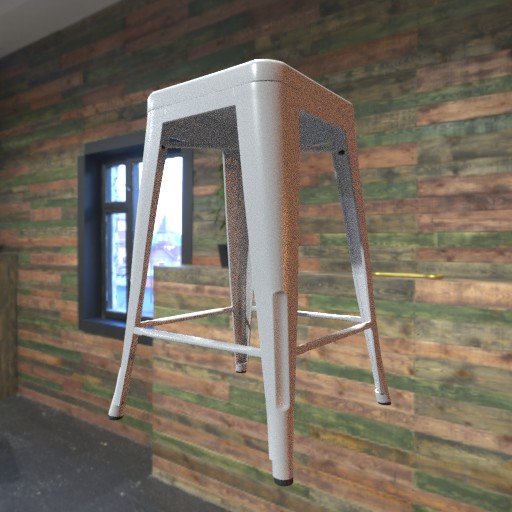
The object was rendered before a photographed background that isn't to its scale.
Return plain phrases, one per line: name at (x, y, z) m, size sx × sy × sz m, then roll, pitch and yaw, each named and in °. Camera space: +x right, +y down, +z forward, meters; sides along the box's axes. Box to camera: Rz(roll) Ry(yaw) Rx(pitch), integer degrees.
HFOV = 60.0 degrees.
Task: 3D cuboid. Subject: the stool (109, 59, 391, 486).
stool at (0.000, 0.000, 0.870) m, size 0.406 × 0.610 × 0.406 m, roll 1°, pitch 2°, yaw 37°
